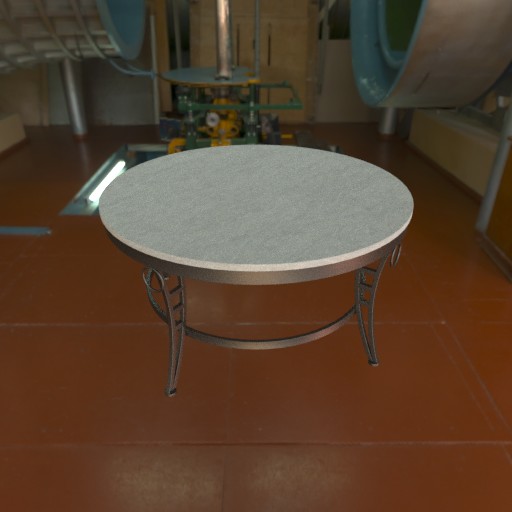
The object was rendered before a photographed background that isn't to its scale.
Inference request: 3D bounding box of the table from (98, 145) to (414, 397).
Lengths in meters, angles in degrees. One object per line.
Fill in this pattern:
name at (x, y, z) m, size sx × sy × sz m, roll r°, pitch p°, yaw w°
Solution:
table at (0.000, 0.000, 1.425) m, size 0.889 × 0.470 × 0.889 m, roll 0°, pitch 30°, yaw 0°
